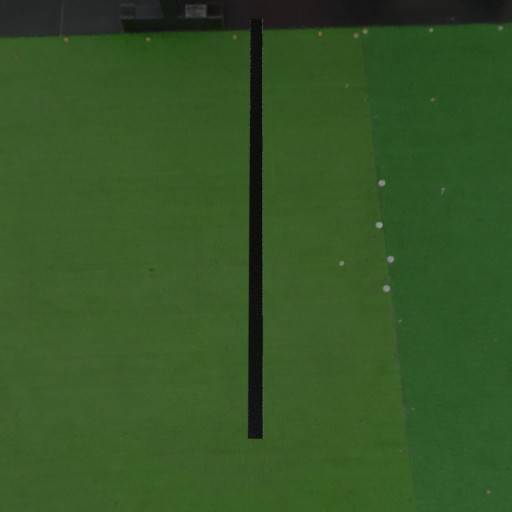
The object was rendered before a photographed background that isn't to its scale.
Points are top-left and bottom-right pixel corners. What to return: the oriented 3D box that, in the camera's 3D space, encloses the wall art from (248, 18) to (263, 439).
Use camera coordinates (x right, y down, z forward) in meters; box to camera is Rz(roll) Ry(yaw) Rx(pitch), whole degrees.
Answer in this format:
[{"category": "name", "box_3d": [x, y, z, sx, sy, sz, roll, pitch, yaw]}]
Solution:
[{"category": "wall art", "box_3d": [0.000, 0.000, 0.665, 0.014, 0.445, 0.446, 0, 76, 0]}]
